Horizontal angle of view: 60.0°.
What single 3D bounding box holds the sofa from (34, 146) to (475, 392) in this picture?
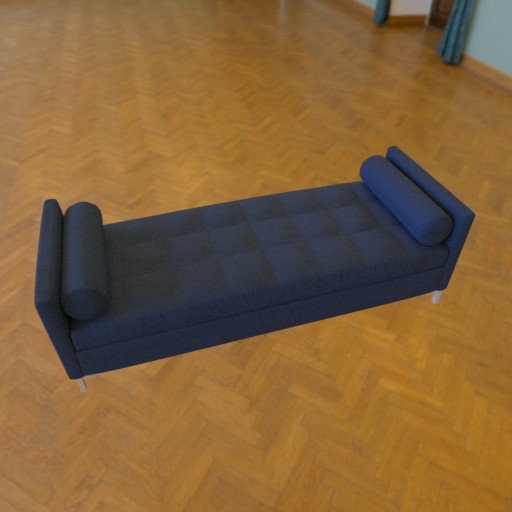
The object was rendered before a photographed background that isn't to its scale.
[{"bbox_3d":[0.000,0.000,2.463,2.102,0.657,0.797,-11,42,-13],"label":"sofa"}]
